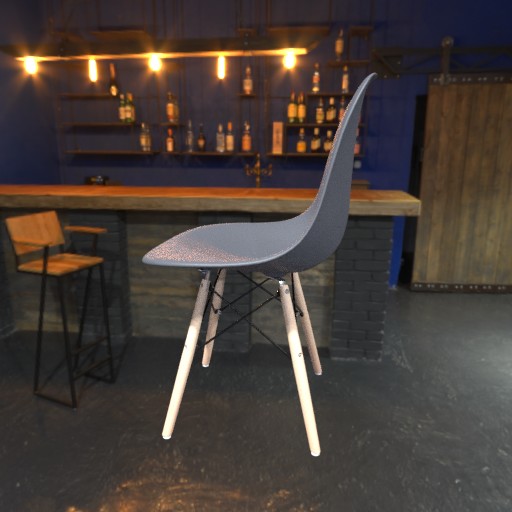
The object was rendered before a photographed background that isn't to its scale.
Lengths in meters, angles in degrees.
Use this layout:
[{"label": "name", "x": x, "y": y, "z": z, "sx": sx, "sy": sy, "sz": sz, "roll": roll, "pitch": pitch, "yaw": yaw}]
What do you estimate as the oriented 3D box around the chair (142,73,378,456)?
[{"label": "chair", "x": 0.000, "y": 0.000, "z": 1.107, "sx": 0.533, "sy": 0.826, "sz": 0.470, "roll": 2, "pitch": 15, "yaw": 9}]
